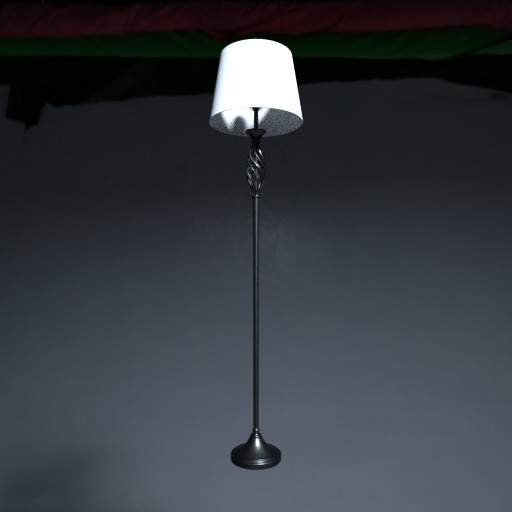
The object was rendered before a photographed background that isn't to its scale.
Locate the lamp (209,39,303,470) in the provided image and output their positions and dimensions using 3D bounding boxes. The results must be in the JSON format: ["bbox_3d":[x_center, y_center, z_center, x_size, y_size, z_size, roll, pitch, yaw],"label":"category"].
[{"bbox_3d":[0.000,0.000,1.793,0.379,1.623,0.379,0,-1,0],"label":"lamp"}]
